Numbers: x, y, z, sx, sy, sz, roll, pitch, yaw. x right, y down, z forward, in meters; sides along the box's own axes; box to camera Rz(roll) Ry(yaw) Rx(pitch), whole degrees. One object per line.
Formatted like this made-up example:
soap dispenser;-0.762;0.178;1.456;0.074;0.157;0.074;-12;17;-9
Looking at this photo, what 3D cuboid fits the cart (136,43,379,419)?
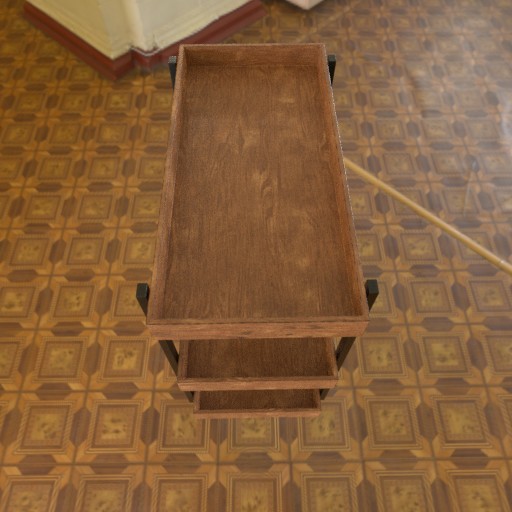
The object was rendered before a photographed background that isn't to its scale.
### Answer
cart;0.000;0.000;1.245;0.411;0.800;0.750;-1;58;-1
